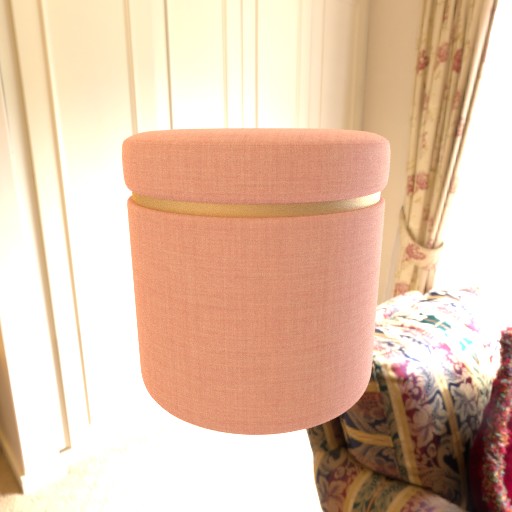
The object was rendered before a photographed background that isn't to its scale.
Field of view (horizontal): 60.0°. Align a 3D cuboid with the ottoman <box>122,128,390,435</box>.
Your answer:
[{"bbox_3d":[0.000,0.000,0.733,0.400,0.406,0.400,0,16,0],"label":"ottoman"}]
